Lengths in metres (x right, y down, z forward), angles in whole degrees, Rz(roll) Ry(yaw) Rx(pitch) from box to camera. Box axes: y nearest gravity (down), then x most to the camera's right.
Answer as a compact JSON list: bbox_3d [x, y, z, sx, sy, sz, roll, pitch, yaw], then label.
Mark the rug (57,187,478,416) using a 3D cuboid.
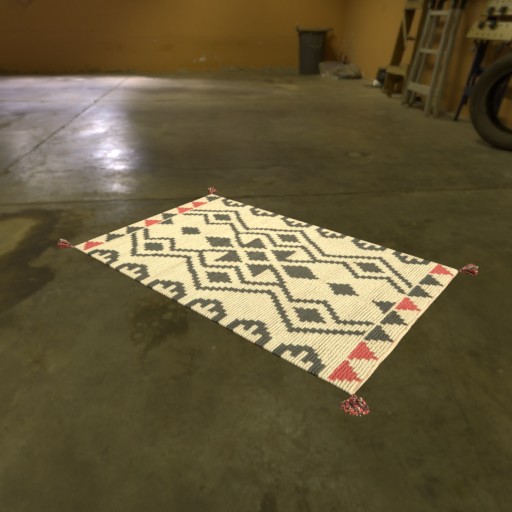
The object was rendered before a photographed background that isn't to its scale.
[{"bbox_3d":[0.000,0.000,3.273,2.672,0.066,1.741,21,35,34],"label":"rug"}]
